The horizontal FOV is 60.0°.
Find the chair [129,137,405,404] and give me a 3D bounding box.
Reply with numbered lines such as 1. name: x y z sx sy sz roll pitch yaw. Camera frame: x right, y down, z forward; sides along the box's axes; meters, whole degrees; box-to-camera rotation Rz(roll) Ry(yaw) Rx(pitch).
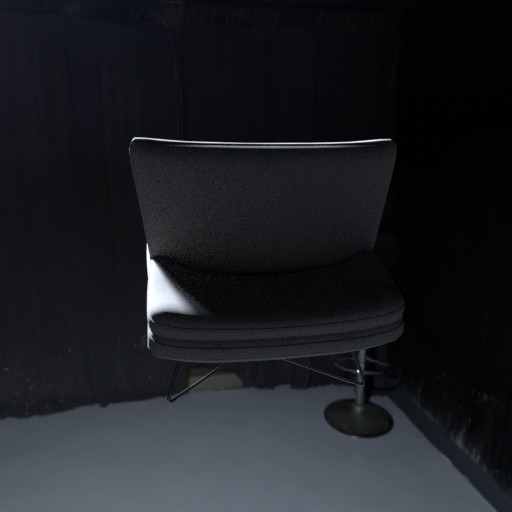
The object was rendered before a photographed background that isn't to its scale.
1. chair: 0.000 0.000 1.696 0.859 0.855 1.008 -2 13 -9
